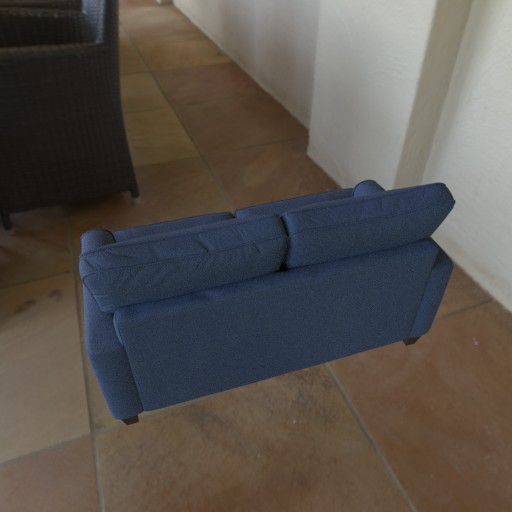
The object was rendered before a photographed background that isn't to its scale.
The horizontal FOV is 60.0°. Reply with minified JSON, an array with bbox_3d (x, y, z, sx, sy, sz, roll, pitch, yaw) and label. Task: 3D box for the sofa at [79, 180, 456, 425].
[{"bbox_3d":[0.000,0.000,2.239,1.651,0.965,0.965,-12,42,-13],"label":"sofa"}]
